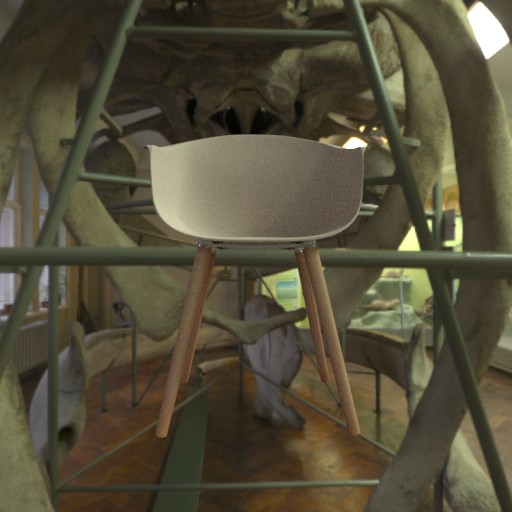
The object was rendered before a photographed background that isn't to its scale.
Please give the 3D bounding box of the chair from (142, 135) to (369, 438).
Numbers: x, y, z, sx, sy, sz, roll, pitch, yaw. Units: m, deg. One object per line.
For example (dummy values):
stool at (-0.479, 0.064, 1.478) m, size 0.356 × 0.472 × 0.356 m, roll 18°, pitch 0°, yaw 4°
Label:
chair at (0.000, 0.000, 1.174) m, size 0.593 × 0.781 × 0.504 m, roll 0°, pitch 0°, yaw -1°
